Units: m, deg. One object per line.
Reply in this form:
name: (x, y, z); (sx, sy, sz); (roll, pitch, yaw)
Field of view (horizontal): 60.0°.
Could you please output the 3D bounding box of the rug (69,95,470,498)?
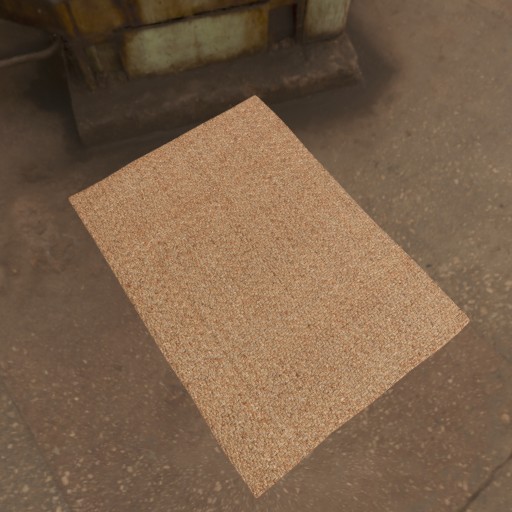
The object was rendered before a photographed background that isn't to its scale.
rug: (0.000, 0.000, 2.726); (1.566, 0.013, 2.141); (-33, 69, -15)
